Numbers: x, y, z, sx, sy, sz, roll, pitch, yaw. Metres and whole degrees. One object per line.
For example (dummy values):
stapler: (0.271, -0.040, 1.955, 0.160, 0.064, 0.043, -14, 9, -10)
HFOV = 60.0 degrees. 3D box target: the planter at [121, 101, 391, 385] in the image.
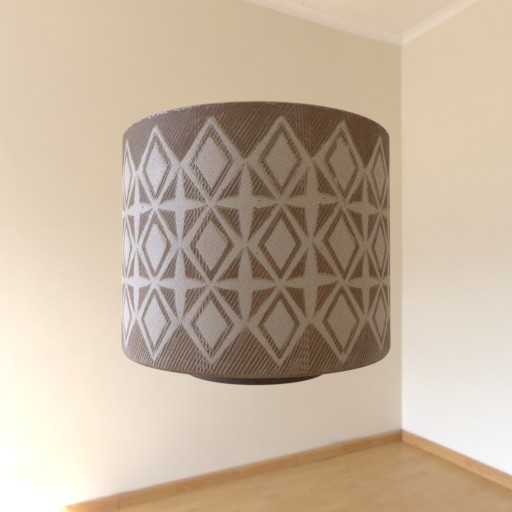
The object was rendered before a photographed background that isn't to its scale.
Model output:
planter: (0.000, 0.000, 0.333, 0.193, 0.165, 0.193, 0, -1, 0)
